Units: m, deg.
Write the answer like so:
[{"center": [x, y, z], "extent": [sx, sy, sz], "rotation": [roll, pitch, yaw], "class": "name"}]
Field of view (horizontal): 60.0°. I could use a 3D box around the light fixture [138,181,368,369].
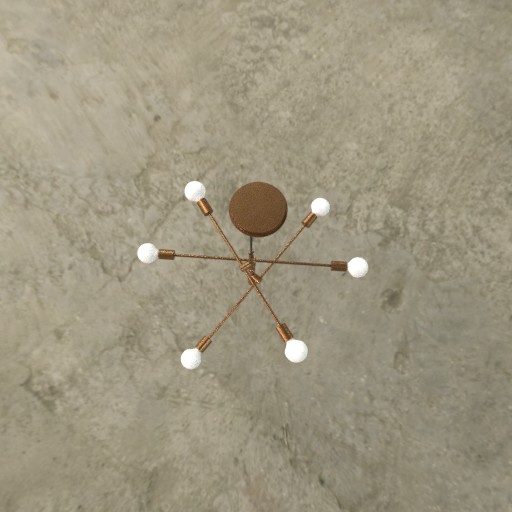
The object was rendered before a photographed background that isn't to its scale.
[{"center": [0.000, 0.000, 1.264], "extent": [0.682, 0.744, 0.637], "rotation": [-21, 76, -5], "class": "light fixture"}]
